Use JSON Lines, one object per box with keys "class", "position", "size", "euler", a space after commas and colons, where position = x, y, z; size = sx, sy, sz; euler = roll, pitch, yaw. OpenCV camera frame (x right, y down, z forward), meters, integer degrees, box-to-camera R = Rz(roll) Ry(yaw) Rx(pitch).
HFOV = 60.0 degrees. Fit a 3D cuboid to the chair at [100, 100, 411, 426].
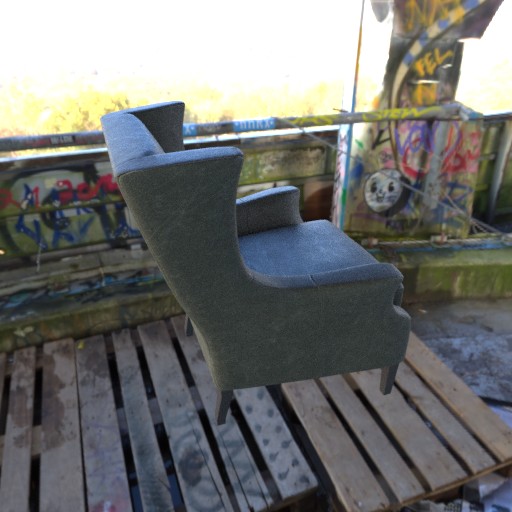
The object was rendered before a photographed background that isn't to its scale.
{"class": "chair", "position": [0.000, 0.000, 1.649], "size": [0.926, 1.016, 0.853], "euler": [-10, 31, -17]}
